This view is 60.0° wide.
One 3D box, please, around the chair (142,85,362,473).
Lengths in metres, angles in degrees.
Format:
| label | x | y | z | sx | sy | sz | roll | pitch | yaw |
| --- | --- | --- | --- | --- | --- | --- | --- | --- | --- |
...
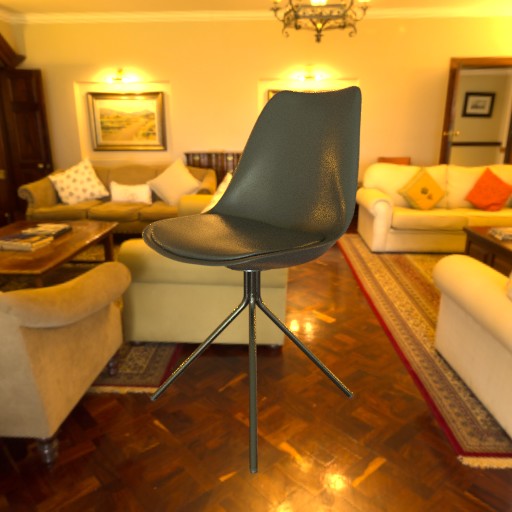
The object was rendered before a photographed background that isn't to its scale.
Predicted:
| label | x | y | z | sx | sy | sz | roll | pitch | yaw |
| --- | --- | --- | --- | --- | --- | --- | --- | --- | --- |
| chair | 0.000 | 0.000 | 1.158 | 0.461 | 0.850 | 0.525 | 15 | 22 | 42 |
